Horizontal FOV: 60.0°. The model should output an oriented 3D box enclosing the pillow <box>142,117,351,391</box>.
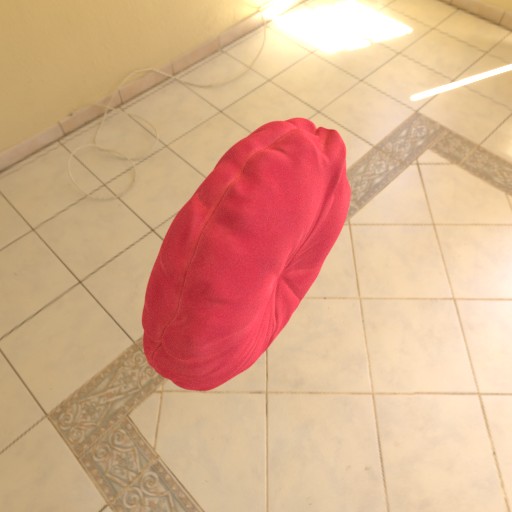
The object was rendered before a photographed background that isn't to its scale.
[{"bbox_3d":[0.000,0.000,0.659,0.148,0.407,0.428,31,63,18],"label":"pillow"}]
